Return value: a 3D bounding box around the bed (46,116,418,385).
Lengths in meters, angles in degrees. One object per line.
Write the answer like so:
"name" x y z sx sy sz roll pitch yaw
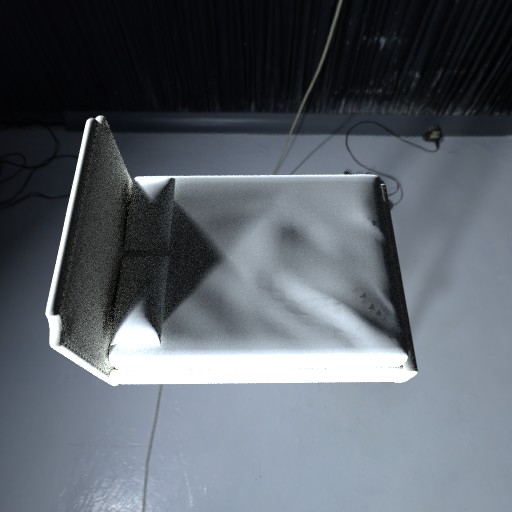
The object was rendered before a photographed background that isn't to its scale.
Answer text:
"bed" 0.000 0.000 3.366 2.365 1.443 1.712 0 63 0
